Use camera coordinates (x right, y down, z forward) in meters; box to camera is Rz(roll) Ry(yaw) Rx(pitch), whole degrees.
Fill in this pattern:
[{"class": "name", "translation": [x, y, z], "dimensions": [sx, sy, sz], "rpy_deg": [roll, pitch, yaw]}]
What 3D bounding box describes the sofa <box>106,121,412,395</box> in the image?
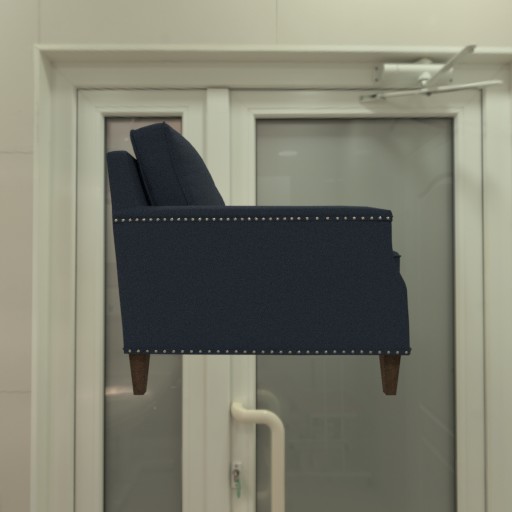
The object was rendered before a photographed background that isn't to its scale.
[{"class": "sofa", "translation": [0.000, 0.000, 2.297], "dimensions": [1.084, 1.003, 1.597], "rpy_deg": [0, -1, 0]}]
